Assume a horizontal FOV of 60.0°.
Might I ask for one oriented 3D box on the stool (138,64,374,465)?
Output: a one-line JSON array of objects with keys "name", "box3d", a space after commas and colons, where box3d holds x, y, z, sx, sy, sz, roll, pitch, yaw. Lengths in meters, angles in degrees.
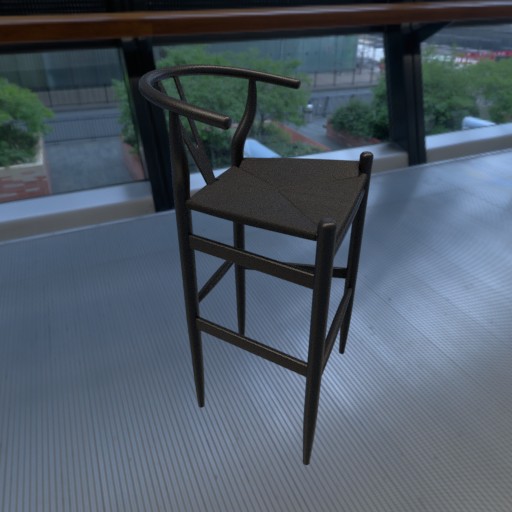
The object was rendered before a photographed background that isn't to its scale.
[{"name": "stool", "box3d": [0.000, 0.000, 1.393, 0.579, 1.072, 0.569, 11, 32, 18]}]
